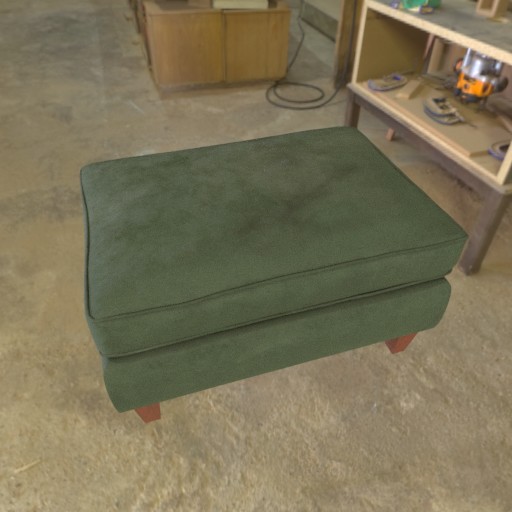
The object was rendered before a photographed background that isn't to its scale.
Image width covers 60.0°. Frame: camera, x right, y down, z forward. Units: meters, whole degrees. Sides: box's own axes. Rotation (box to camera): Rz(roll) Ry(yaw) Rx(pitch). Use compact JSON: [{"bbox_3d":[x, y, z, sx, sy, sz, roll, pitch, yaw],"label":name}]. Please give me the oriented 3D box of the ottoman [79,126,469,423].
[{"bbox_3d":[0.000,0.000,1.253,0.864,0.495,0.632,-12,43,-13],"label":"ottoman"}]
